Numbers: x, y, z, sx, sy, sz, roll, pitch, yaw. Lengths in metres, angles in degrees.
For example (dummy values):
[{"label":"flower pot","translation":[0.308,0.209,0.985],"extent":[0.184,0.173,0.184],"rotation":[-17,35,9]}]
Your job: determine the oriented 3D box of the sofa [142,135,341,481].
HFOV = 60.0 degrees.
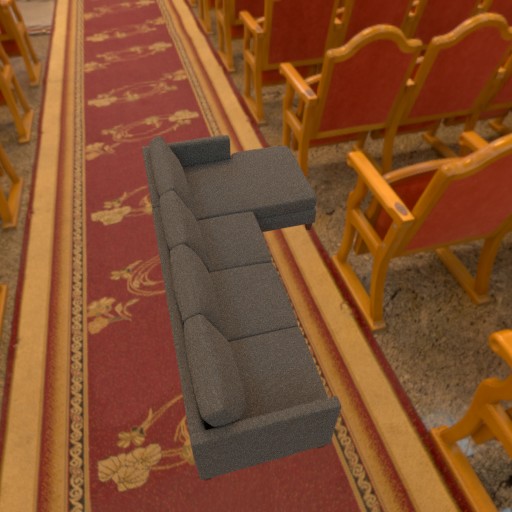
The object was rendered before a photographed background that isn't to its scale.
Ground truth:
[{"label":"sofa","translation":[0.000,0.000,3.888],"extent":[1.625,0.846,3.186],"rotation":[-11,48,-10]}]
